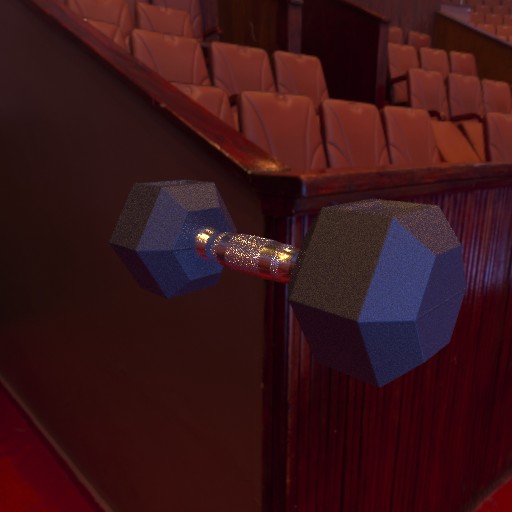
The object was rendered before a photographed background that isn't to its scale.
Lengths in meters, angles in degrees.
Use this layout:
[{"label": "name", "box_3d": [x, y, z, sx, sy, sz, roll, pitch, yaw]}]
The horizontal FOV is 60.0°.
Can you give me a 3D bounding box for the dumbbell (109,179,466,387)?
[{"label": "dumbbell", "box_3d": [0.000, 0.000, 0.322, 0.272, 0.092, 0.106, 14, 20, 42]}]
